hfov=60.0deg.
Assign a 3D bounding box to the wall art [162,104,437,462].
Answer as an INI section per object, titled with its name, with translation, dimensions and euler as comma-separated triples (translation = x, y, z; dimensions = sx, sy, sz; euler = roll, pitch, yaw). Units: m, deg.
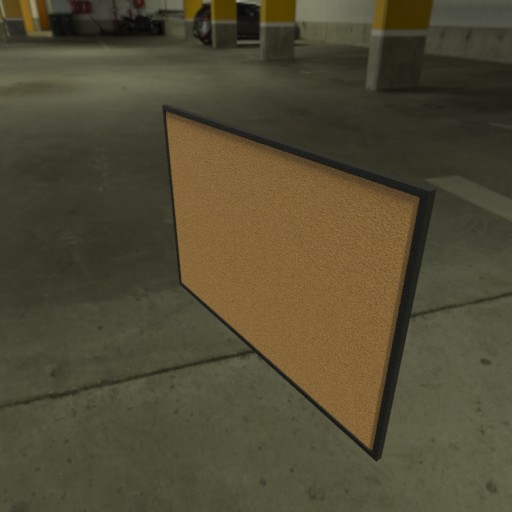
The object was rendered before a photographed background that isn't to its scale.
[wall art]
translation = 0.000, 0.000, 0.839
dimensions = 0.013, 0.458, 0.664
euler = -20, 34, -32
